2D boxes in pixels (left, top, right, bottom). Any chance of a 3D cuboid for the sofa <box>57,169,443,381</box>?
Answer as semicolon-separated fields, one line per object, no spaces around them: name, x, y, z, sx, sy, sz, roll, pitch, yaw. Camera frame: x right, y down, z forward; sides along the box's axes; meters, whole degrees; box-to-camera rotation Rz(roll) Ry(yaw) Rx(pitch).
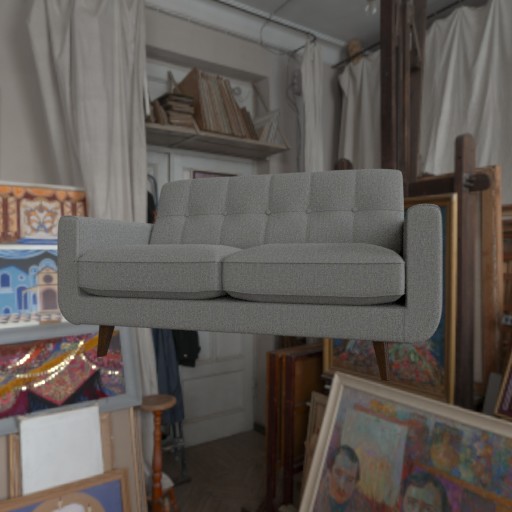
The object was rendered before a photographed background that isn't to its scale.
sofa;0.000;0.000;2.218;1.651;0.925;0.952;0;0;18
